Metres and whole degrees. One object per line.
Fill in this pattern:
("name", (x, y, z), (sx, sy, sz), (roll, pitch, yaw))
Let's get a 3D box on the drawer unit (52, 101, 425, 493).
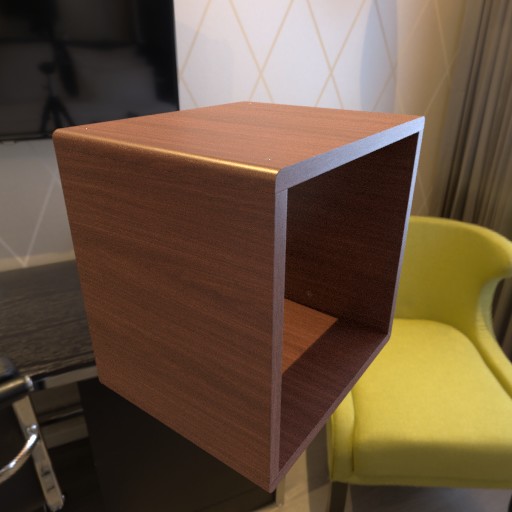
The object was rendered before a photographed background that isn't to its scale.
("drawer unit", (0.000, 0.000, 0.600), (0.290, 0.351, 0.349), (17, 30, 32))
